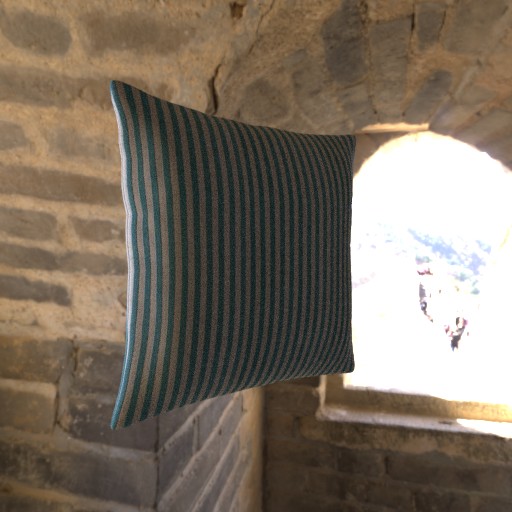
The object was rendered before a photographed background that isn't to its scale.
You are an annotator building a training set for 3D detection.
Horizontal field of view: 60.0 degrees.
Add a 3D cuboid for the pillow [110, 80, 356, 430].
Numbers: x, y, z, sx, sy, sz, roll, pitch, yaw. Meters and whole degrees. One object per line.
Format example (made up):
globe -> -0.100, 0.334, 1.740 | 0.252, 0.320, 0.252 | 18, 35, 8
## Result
pillow -> 0.000, 0.000, 0.796 | 0.523, 0.510, 0.166 | 0, 0, -36
